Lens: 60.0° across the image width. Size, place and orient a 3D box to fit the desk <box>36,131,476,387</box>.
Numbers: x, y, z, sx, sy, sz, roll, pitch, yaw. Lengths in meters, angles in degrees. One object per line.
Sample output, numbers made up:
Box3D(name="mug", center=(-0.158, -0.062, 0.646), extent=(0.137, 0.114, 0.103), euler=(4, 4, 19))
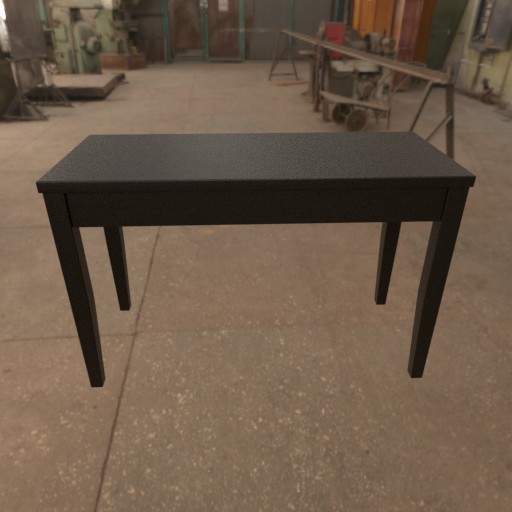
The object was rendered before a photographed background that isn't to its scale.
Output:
Box3D(name="desk", center=(0.000, 0.000, 1.633), extent=(1.220, 0.775, 0.508), euler=(-1, 29, -2))
